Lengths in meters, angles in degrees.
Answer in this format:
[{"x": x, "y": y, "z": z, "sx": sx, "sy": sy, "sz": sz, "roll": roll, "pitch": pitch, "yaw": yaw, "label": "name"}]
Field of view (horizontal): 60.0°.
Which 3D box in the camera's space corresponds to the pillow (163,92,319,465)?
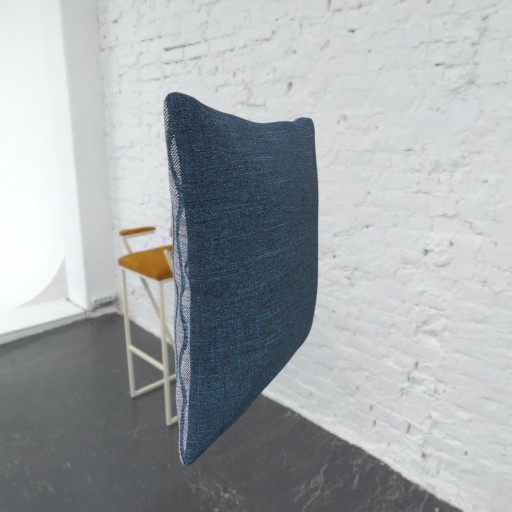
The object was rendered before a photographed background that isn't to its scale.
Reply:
[{"x": 0.000, "y": 0.000, "z": 0.680, "sx": 0.159, "sy": 0.435, "sz": 0.435, "roll": 6, "pitch": 16, "yaw": 23, "label": "pillow"}]
